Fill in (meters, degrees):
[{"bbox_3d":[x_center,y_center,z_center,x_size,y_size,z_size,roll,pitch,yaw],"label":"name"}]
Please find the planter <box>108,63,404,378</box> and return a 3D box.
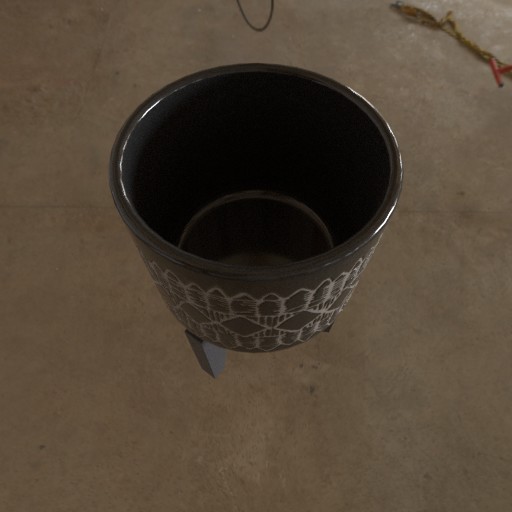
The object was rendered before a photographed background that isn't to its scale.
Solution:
[{"bbox_3d":[0.000,0.000,0.407,0.196,0.264,0.196,33,63,19],"label":"planter"}]
